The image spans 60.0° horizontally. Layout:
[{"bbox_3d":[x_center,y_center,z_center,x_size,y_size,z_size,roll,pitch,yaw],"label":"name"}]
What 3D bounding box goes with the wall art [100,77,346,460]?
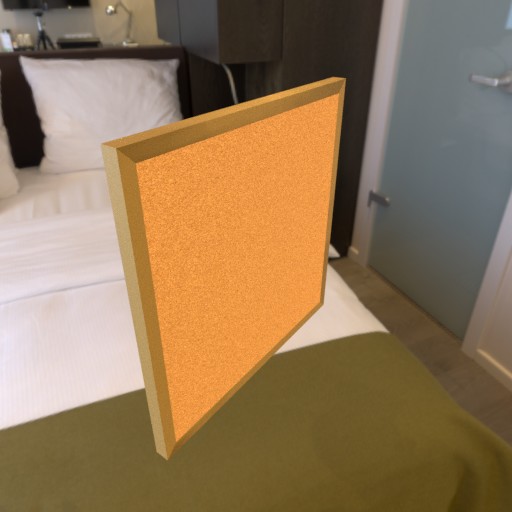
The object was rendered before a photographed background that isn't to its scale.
[{"bbox_3d":[0.000,0.000,1.139,0.038,0.762,0.762,21,37,31],"label":"wall art"}]
